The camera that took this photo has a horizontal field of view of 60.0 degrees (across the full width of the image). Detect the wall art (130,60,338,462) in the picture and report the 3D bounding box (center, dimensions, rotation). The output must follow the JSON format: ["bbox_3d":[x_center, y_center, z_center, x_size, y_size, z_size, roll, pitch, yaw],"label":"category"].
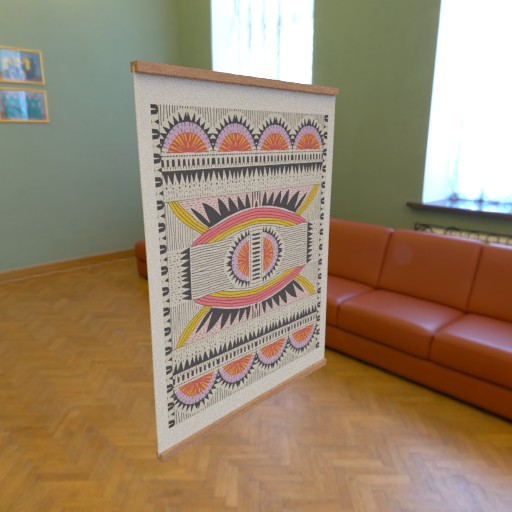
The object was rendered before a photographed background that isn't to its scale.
[{"bbox_3d":[0.000,0.000,1.351,0.028,1.016,0.765,14,20,42],"label":"wall art"}]
